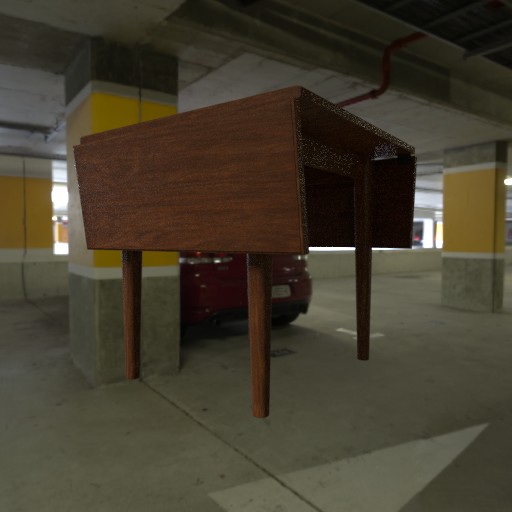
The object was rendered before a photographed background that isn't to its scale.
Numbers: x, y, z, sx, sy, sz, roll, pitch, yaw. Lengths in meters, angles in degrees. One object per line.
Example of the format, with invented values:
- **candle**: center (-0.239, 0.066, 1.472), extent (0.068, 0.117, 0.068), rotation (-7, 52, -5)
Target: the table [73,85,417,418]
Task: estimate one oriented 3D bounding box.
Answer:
- **table**: center (0.000, 0.000, 1.499), extent (0.812, 0.763, 0.843), rotation (2, 3, 36)
